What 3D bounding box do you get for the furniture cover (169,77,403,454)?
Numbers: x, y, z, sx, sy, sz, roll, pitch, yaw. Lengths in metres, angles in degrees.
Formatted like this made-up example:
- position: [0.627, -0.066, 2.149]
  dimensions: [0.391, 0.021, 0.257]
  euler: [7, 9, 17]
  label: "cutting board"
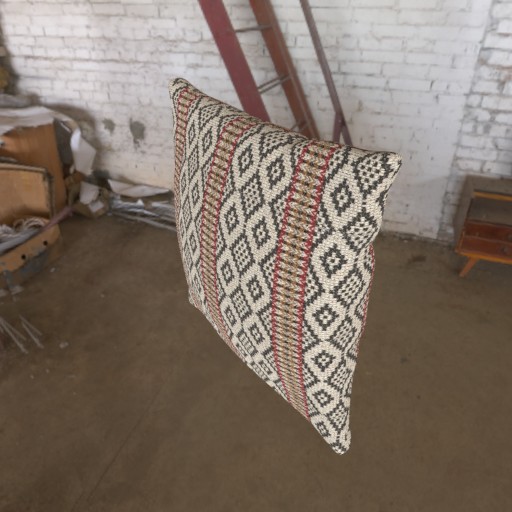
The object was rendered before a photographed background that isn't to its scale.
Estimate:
- position: [0.000, 0.000, 0.761]
  dimensions: [0.182, 0.506, 0.503]
  euler: [-21, 38, -30]
  label: "furniture cover"
